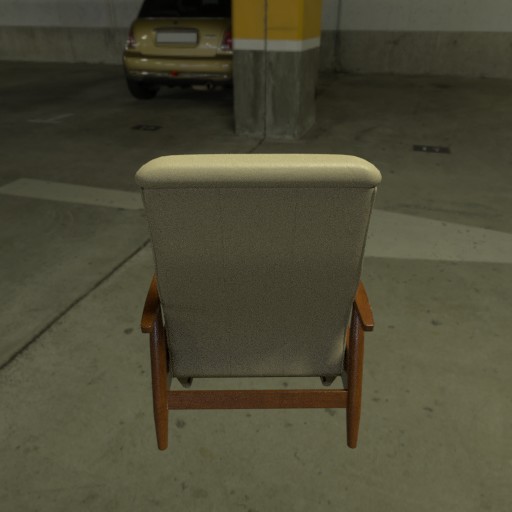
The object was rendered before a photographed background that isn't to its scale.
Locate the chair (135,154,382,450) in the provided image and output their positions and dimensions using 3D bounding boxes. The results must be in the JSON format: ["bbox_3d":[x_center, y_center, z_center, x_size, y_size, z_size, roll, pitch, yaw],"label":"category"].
[{"bbox_3d":[0.000,0.000,1.794,0.762,1.082,1.014,0,29,-1],"label":"chair"}]
